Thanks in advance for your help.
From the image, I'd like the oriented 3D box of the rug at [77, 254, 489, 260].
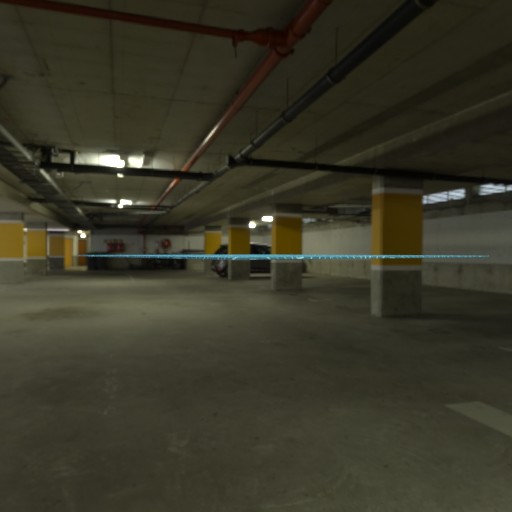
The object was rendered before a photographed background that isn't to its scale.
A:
[{"bbox_3d":[0.000,0.000,4.084,2.432,0.012,3.033,0,0,-35],"label":"rug"}]
